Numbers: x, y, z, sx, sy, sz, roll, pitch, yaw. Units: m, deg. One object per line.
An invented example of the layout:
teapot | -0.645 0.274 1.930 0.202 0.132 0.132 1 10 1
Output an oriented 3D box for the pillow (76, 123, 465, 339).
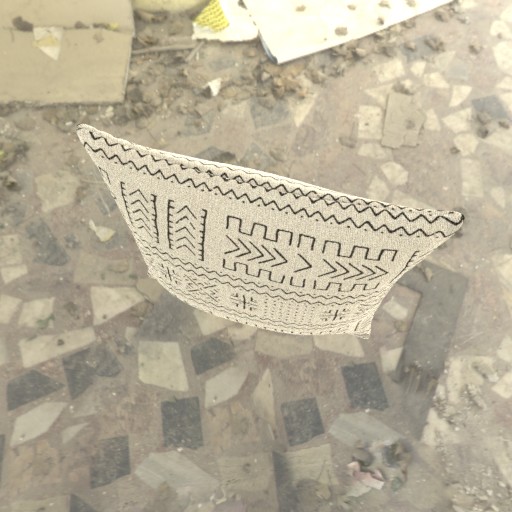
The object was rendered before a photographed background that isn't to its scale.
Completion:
pillow | 0.000 0.000 0.658 0.438 0.430 0.164 15 65 7
